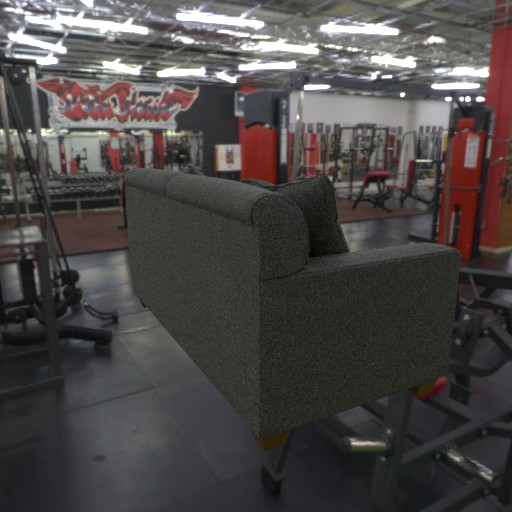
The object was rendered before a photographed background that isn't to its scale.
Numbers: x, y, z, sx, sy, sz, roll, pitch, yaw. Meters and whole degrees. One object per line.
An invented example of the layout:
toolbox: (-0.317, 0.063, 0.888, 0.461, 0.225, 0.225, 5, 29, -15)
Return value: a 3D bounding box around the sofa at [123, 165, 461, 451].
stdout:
sofa: (0.000, 0.000, 2.409, 0.998, 0.958, 1.846, -7, 15, -27)
